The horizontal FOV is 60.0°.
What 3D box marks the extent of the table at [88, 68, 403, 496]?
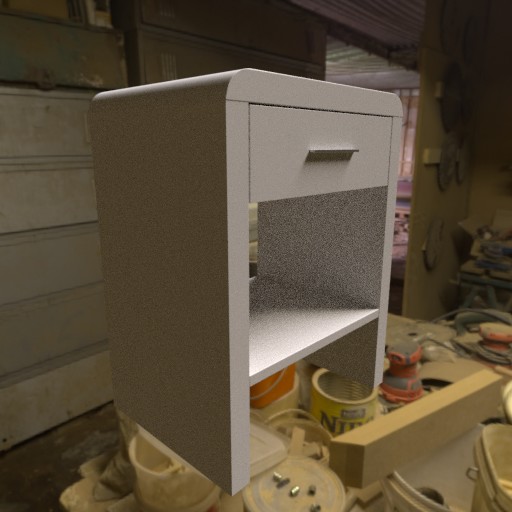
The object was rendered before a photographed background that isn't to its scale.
[{"bbox_3d":[0.000,0.000,0.847,0.350,0.590,0.450,13,19,42],"label":"table"}]
